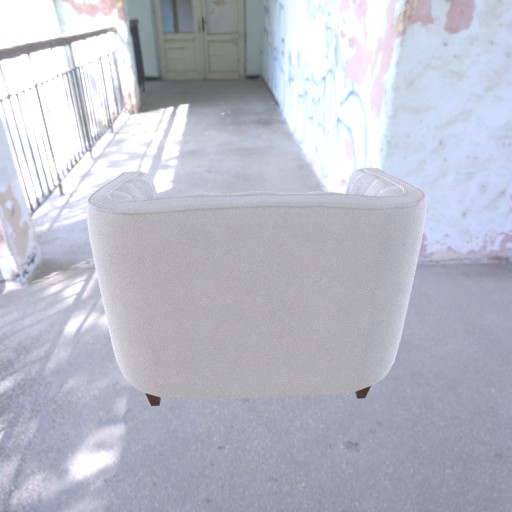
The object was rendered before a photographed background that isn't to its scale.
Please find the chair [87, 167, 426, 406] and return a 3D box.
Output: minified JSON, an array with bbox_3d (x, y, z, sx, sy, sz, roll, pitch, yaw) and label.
[{"bbox_3d":[0.000,0.000,1.781,1.104,0.852,0.941,-1,30,-2],"label":"chair"}]
